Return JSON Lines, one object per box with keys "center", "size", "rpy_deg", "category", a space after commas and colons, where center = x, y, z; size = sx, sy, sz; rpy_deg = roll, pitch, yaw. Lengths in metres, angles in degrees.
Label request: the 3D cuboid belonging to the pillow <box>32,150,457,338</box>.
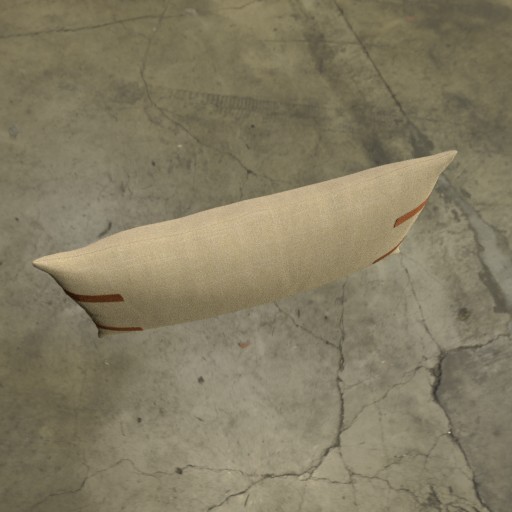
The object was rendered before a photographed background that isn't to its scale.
{"center": [0.000, 0.000, 0.730], "size": [0.612, 0.308, 0.148], "rpy_deg": [-15, 64, -8], "category": "pillow"}
